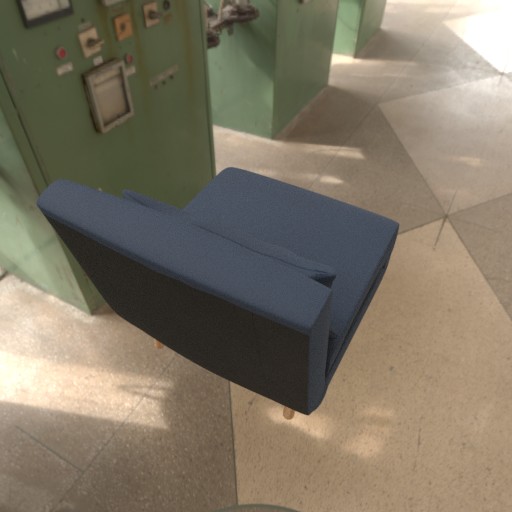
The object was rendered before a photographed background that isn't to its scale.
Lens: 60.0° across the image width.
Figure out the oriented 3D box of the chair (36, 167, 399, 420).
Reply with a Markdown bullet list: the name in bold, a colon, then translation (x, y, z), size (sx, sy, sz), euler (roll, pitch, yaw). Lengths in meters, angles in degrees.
- **chair**: translation (0.000, 0.000, 1.493), size (0.770, 0.808, 0.900), euler (22, 49, 21)
